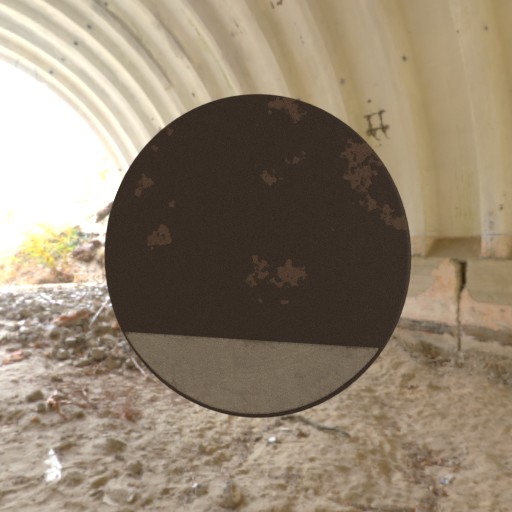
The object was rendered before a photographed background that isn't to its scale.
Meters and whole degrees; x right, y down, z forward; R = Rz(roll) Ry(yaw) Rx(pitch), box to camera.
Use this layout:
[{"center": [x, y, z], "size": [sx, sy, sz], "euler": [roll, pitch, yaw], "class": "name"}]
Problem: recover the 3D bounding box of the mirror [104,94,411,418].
[{"center": [0.000, 0.000, 0.587], "size": [0.386, 0.386, 0.126], "euler": [0, 0, 18], "class": "mirror"}]
